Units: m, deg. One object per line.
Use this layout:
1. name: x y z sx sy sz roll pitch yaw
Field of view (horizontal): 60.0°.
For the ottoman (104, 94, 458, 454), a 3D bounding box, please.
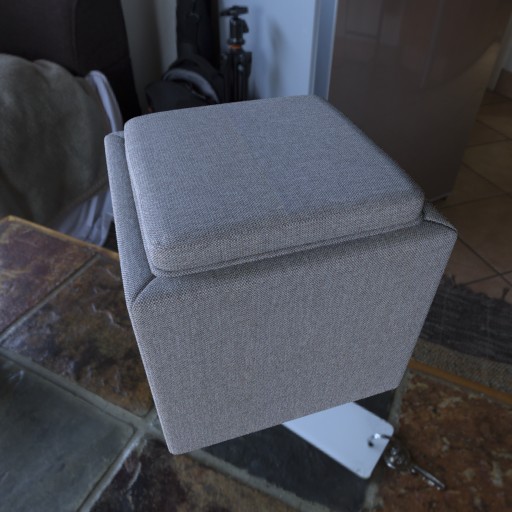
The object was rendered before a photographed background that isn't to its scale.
1. ottoman: 0.000 0.000 0.820 0.450 0.460 0.450 -12 43 -13
